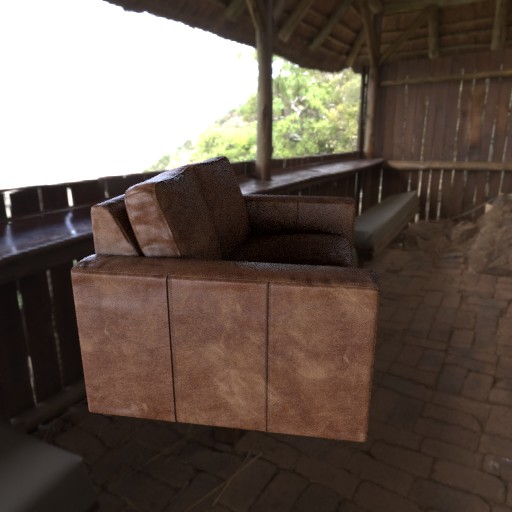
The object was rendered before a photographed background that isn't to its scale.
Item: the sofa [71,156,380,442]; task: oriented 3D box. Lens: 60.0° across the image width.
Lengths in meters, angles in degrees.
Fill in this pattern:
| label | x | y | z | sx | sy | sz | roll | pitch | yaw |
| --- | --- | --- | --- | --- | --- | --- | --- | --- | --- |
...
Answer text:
| label | x | y | z | sx | sy | sz | roll | pitch | yaw |
| --- | --- | --- | --- | --- | --- | --- | --- | --- | --- |
| sofa | 0.000 | 0.000 | 2.242 | 1.041 | 0.889 | 1.626 | 3 | 18 | 9 |
